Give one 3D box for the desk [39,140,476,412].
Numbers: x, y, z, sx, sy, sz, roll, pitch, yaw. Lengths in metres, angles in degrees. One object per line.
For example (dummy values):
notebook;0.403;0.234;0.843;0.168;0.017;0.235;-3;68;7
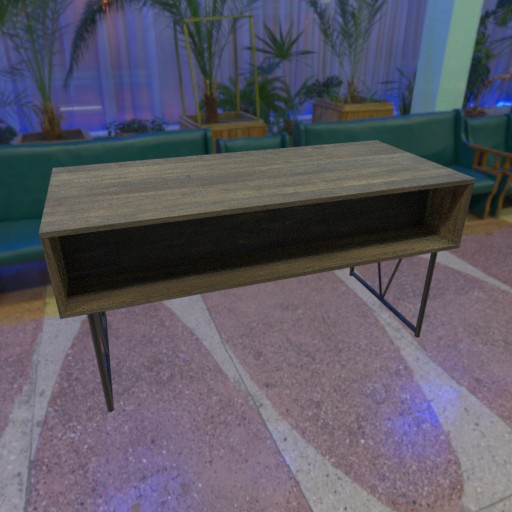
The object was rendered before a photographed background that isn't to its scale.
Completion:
desk;0.000;0.000;2.017;1.600;0.780;0.730;-9;29;-17
